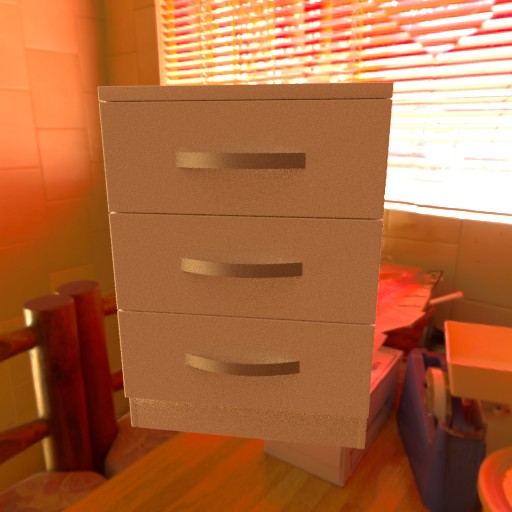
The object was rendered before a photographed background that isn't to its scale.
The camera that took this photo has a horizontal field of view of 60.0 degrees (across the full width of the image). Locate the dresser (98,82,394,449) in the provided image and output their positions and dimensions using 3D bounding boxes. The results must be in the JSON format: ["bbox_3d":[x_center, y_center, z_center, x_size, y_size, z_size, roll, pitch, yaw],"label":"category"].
[{"bbox_3d":[0.000,0.000,0.815,0.400,0.560,0.360,2,16,8],"label":"dresser"}]
